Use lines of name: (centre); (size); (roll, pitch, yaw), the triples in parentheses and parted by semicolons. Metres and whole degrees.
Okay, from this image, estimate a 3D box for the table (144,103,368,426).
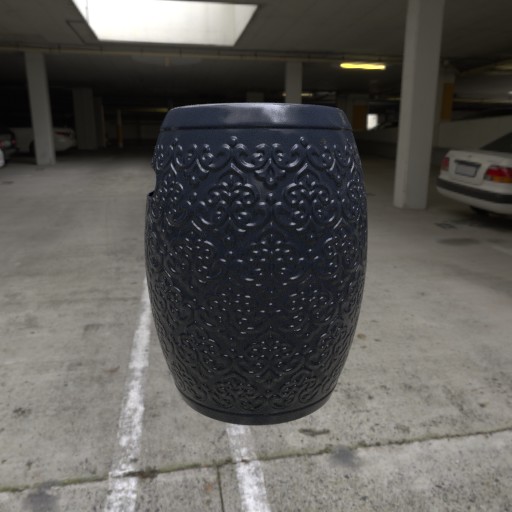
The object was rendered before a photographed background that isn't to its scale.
table: (0.000, 0.000, 0.635); (0.309, 0.397, 0.309); (0, 14, 0)
